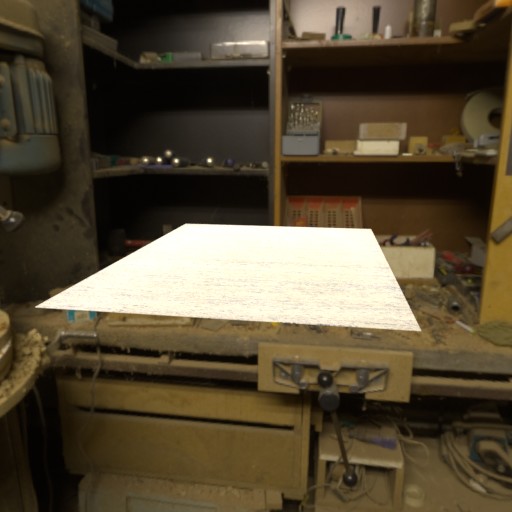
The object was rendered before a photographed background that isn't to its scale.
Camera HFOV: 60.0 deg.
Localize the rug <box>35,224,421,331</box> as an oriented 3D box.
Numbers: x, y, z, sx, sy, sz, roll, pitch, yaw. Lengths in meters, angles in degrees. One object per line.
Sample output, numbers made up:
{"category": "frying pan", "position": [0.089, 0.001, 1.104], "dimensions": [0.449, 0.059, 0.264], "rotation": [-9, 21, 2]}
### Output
{"category": "rug", "position": [0.000, 0.000, 4.268], "dimensions": [2.438, 0.006, 3.197], "rotation": [2, 14, 9]}
